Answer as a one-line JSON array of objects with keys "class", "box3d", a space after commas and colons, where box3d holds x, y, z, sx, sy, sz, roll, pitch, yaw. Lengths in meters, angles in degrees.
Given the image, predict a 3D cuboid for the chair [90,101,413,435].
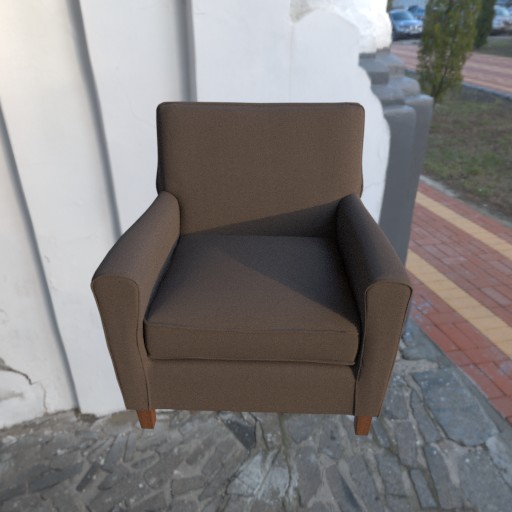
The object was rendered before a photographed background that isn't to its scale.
[{"class": "chair", "box3d": [0.000, 0.000, 1.562, 0.836, 0.911, 0.831, 1, 29, 2]}]
